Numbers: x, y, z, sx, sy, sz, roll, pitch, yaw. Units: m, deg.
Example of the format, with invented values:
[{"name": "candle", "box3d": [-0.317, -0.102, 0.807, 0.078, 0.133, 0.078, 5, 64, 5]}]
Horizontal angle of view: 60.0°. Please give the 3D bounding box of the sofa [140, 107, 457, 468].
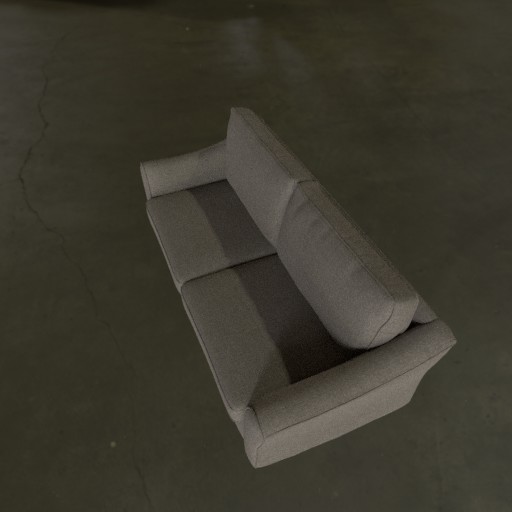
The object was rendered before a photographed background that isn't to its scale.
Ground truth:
[{"name": "sofa", "box3d": [0.000, 0.000, 2.727, 1.013, 0.976, 2.203, -17, 48, -16]}]
